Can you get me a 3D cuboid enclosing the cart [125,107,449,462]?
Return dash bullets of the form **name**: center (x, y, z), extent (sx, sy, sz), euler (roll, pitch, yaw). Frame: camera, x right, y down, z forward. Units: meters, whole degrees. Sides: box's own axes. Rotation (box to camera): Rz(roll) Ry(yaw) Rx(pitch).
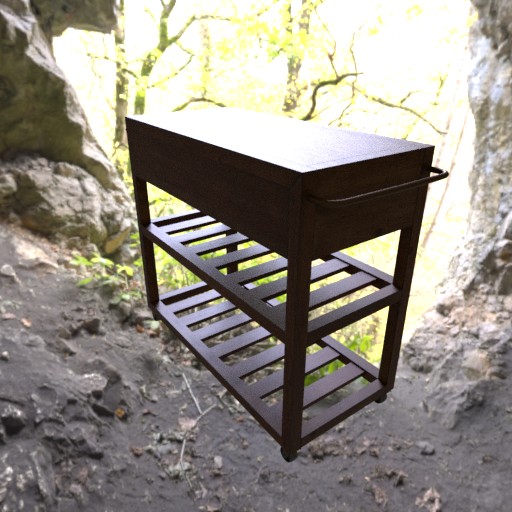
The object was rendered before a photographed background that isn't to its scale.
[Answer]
- **cart**: center (0.000, 0.000, 1.477), extent (0.445, 0.830, 1.065), euler (-17, 31, -32)
